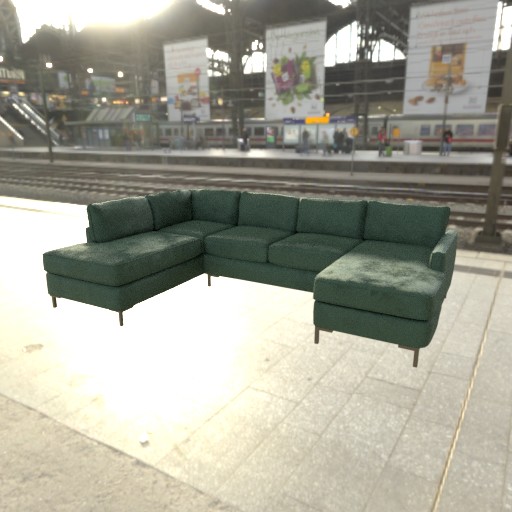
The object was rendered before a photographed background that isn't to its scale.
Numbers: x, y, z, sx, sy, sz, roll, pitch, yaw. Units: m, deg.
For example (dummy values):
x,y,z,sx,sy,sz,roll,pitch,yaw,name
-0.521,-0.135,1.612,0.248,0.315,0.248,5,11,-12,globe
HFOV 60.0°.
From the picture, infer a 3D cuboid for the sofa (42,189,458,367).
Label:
x,y,z,sx,sy,sz,roll,pitch,yaw,name
0.000,0.000,3.766,2.994,0.861,1.992,8,17,28,sofa
